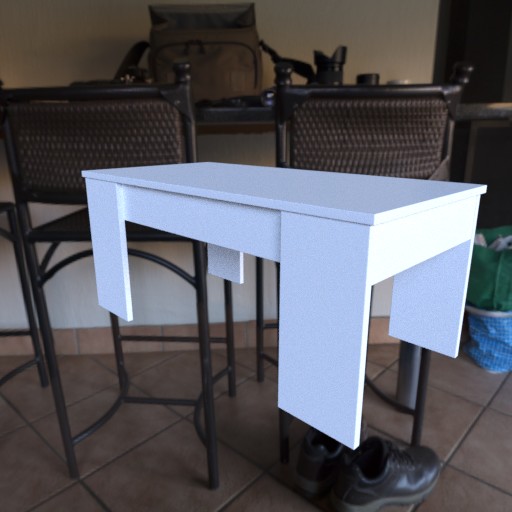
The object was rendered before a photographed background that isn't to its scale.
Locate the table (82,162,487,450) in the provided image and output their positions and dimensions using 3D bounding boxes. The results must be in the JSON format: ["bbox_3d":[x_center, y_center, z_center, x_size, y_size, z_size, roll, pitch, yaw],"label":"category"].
[{"bbox_3d":[0.000,0.000,1.246,1.000,0.440,0.500,15,22,42],"label":"table"}]
